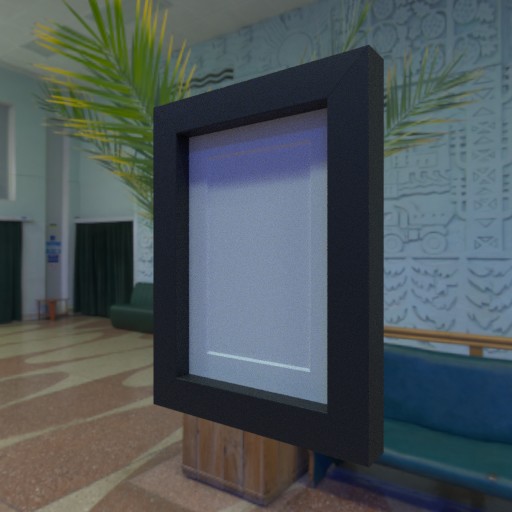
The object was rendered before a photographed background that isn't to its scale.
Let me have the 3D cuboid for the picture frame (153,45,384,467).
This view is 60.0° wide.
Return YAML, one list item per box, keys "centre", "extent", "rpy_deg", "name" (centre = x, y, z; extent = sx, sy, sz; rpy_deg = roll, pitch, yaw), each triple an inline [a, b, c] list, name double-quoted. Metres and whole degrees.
- centre: [0.000, 0.000, 0.275]
  extent: [0.157, 0.208, 0.028]
  rpy_deg: [0, 0, 36]
  name: "picture frame"
